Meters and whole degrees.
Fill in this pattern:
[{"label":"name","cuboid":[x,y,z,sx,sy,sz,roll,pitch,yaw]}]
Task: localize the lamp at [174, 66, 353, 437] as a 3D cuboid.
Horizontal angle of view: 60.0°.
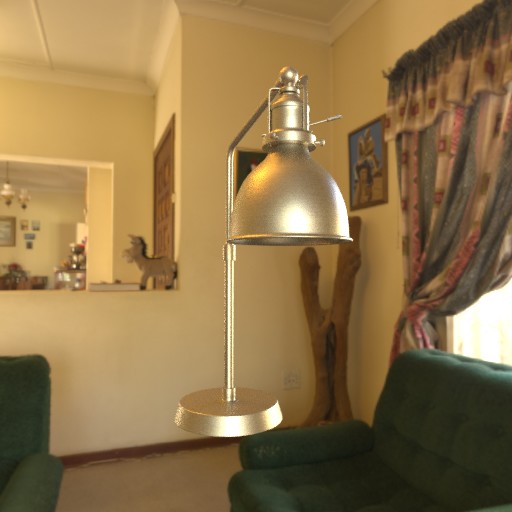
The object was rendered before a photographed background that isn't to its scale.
[{"label":"lamp","cuboid":[0.000,0.000,0.586,0.153,0.456,0.286,1,-2,-36]}]
